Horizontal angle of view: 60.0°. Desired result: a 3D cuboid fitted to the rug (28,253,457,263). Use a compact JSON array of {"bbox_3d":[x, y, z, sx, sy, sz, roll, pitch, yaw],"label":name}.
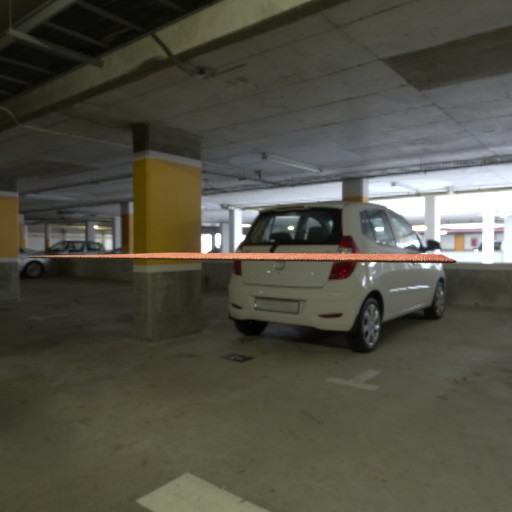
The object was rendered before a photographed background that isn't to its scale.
[{"bbox_3d":[0.000,0.000,2.195,1.747,0.011,1.139,0,1,21],"label":"rug"}]
